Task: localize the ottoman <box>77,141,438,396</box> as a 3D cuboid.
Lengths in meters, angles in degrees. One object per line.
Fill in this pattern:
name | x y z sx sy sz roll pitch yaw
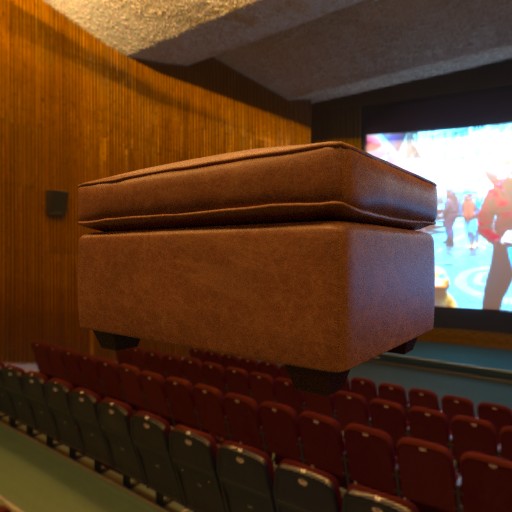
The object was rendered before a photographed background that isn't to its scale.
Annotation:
ottoman | 0.000 0.000 1.113 0.756 0.468 0.554 0 0 37
